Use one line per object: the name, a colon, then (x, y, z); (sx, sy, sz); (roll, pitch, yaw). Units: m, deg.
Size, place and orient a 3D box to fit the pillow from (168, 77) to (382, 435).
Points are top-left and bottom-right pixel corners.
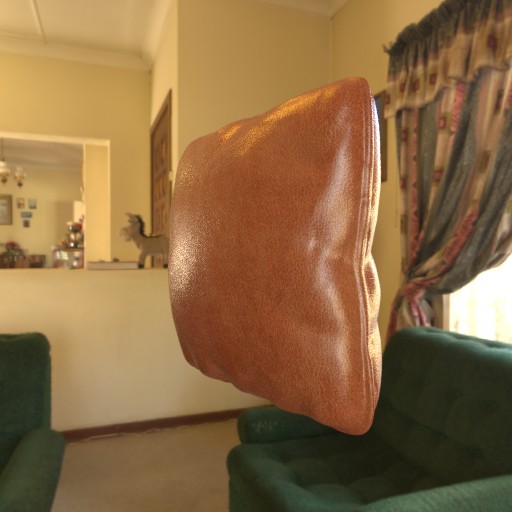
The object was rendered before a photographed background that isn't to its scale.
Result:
pillow: (0.000, 0.000, 0.816); (0.236, 0.523, 0.532); (-1, 1, -36)
